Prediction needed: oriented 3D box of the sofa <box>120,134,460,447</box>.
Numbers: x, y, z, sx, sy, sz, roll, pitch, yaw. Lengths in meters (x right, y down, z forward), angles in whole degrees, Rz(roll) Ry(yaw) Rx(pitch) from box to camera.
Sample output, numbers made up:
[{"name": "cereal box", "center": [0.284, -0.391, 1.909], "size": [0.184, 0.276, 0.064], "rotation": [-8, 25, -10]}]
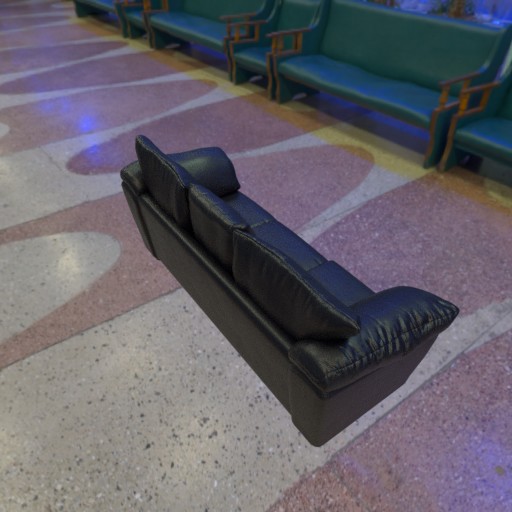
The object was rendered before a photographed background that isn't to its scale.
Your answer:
[{"name": "sofa", "center": [0.000, 0.000, 2.879], "size": [0.880, 1.073, 2.336], "rotation": [-25, 46, -26]}]
